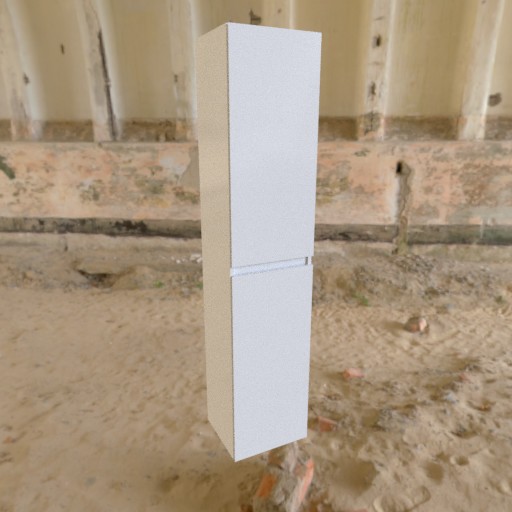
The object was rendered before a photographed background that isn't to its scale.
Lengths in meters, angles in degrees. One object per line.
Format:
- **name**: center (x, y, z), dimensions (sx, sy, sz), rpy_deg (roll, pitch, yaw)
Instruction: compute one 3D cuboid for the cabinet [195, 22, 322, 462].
- **cabinet**: center (0.000, 0.000, 1.548), dimensions (0.300, 1.400, 0.270), rpy_deg (-8, 18, -25)
